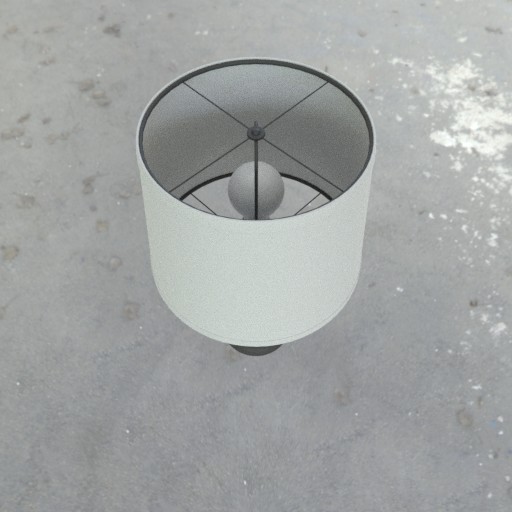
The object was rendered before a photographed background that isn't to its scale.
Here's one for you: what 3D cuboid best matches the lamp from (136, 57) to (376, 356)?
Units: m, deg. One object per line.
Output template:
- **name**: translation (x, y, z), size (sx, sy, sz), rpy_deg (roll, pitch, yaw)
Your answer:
- **lamp**: translation (0.000, 0.000, 0.679), size (0.310, 0.501, 0.310), rpy_deg (0, 57, 0)
